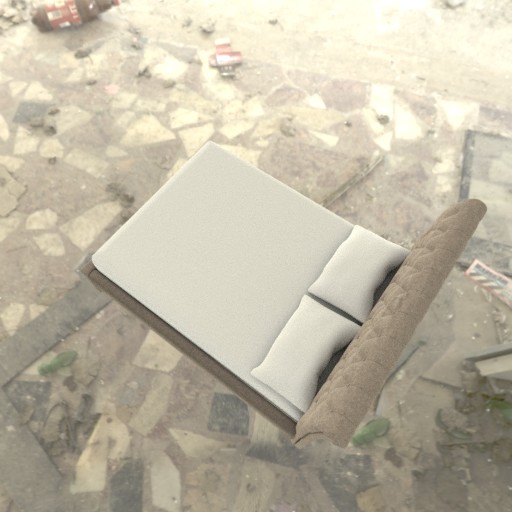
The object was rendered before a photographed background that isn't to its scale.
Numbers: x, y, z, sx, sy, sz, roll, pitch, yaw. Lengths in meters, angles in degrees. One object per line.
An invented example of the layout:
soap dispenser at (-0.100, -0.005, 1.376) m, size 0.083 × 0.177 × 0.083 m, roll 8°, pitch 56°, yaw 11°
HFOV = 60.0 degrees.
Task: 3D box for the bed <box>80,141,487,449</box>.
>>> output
bed at (0.000, 0.000, 3.229) m, size 2.252 × 1.371 × 1.645 m, roll 33°, pitch 68°, yaw 15°
